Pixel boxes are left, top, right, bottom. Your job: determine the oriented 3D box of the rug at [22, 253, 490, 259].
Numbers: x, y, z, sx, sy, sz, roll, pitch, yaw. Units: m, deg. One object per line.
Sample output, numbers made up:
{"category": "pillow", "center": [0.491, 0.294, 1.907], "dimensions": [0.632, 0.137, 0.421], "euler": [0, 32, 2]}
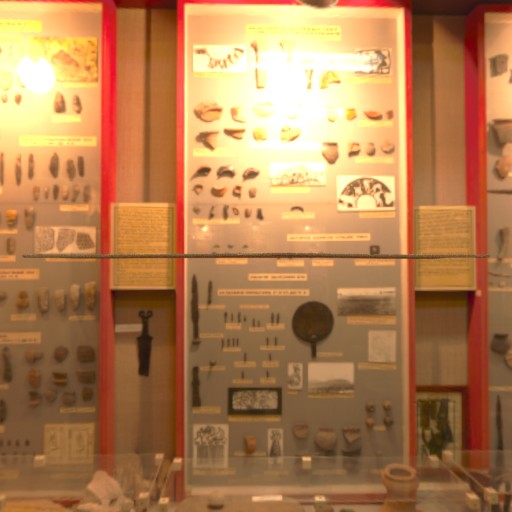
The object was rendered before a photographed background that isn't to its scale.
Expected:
{"category": "rug", "center": [0.000, 0.000, 2.534], "dimensions": [2.320, 0.032, 0.692], "euler": [0, -1, 0]}
